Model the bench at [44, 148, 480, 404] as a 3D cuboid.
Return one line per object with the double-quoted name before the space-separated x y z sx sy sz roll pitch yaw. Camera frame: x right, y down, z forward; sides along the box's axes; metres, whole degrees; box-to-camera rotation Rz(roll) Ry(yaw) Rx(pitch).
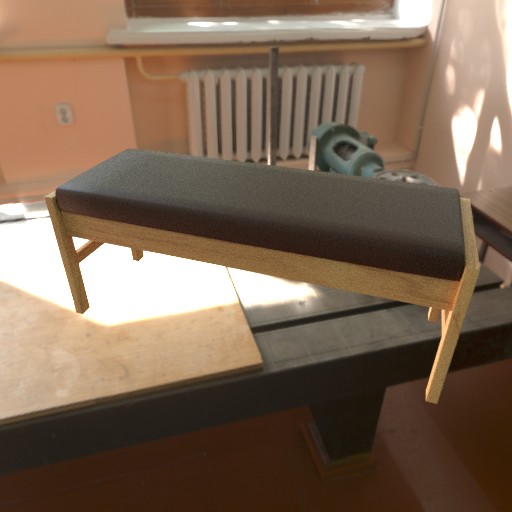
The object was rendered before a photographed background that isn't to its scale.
"bench" 0.000 0.000 1.426 1.200 0.480 0.405 10 33 16
